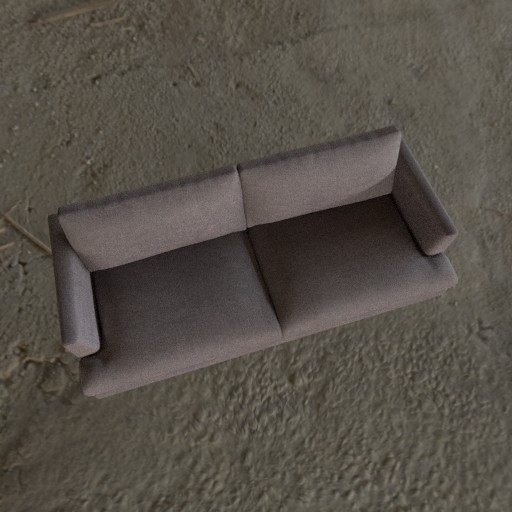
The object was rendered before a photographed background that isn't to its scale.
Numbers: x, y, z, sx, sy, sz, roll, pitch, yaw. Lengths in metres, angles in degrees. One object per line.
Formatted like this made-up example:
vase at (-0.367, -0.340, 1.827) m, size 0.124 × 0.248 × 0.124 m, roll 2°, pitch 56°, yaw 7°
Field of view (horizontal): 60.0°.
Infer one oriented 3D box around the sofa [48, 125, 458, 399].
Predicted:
sofa at (0.000, 0.000, 2.700) m, size 2.250 × 0.868 × 1.020 m, roll -15°, pitch 64°, yaw -8°
